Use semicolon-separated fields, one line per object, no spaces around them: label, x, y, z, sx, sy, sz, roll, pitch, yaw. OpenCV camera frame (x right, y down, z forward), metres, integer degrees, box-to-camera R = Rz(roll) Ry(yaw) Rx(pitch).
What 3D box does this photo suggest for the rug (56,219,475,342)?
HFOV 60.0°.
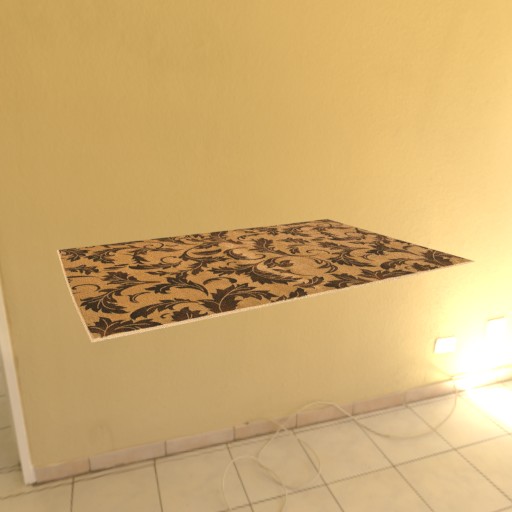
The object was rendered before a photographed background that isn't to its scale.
rug;0.000;0.000;2.870;2.284;0.008;1.522;-8;18;-27
